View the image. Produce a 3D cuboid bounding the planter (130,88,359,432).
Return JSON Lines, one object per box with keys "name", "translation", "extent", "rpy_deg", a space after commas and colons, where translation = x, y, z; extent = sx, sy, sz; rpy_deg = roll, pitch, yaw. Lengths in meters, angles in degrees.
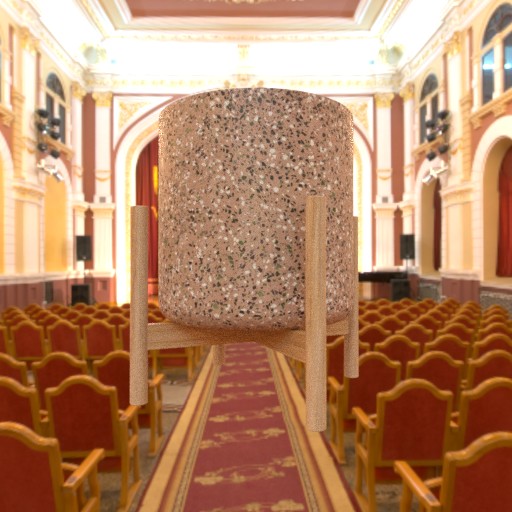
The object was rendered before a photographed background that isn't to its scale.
{"name": "planter", "translation": [0.000, 0.000, 0.704], "extent": [0.360, 0.419, 0.360], "rpy_deg": [0, -1, -1]}
